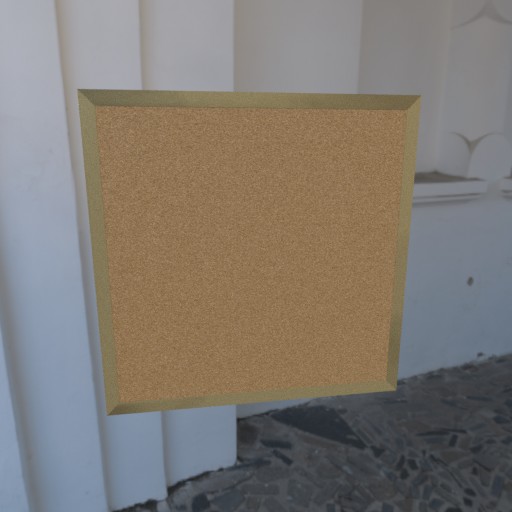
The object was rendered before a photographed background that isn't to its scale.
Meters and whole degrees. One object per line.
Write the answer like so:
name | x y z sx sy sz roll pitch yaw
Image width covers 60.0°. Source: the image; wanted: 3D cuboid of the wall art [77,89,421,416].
wall art | 0.000 0.000 0.443 0.304 0.305 0.038 -2 14 -9
